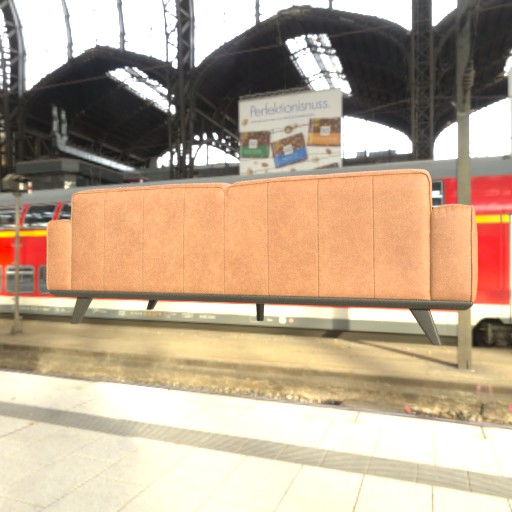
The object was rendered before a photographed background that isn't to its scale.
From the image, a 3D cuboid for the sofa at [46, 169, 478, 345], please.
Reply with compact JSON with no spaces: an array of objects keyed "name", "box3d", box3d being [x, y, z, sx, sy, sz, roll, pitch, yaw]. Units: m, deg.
[{"name":"sofa","box3d":[0.000,0.000,2.605,2.270,0.780,0.953,0,-1,19]}]
